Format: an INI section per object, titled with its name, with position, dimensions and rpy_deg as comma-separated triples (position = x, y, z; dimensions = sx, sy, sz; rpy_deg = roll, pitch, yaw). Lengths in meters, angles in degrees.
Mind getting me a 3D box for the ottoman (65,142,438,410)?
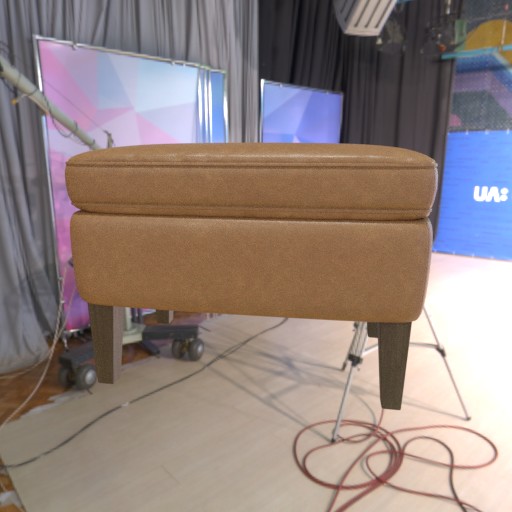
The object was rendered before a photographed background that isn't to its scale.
[ottoman]
position = 0.000, 0.000, 0.969
dimensions = 0.670, 0.480, 0.420
rpy_deg = 2, 14, 9
